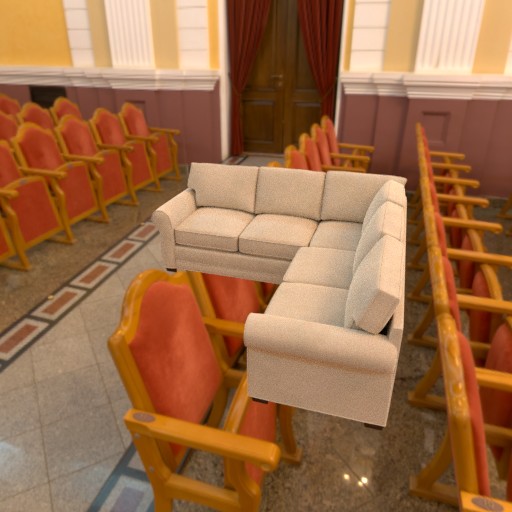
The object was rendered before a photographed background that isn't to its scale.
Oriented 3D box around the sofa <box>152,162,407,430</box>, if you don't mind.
[{"bbox_3d":[0.000,0.000,3.951,2.487,1.054,2.569,8,27,15],"label":"sofa"}]
